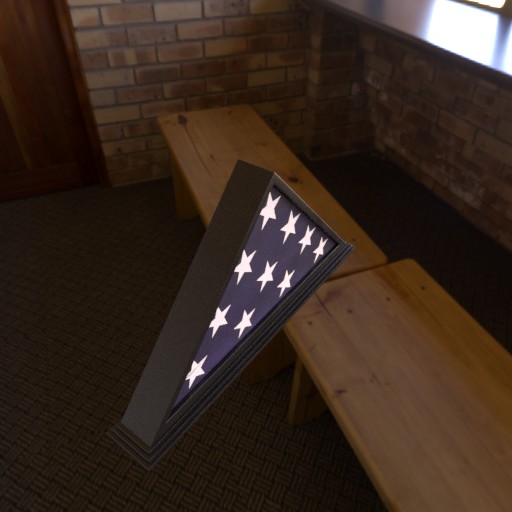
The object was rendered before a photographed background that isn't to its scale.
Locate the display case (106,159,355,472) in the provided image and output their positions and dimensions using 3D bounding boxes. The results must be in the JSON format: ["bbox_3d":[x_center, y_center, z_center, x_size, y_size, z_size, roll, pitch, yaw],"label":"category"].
[{"bbox_3d":[0.000,0.000,0.749,0.095,0.340,0.640,26,46,27],"label":"display case"}]
